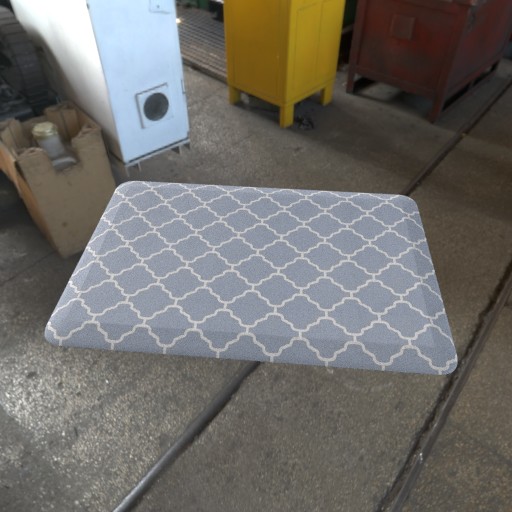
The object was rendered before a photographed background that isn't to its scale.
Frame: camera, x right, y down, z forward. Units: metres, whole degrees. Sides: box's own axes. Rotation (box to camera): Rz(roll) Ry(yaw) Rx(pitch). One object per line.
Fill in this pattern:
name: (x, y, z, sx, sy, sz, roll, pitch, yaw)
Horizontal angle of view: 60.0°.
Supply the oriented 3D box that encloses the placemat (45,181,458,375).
placemat: (0.000, 0.000, 0.964, 0.762, 0.021, 0.508, 4, 46, 3)
